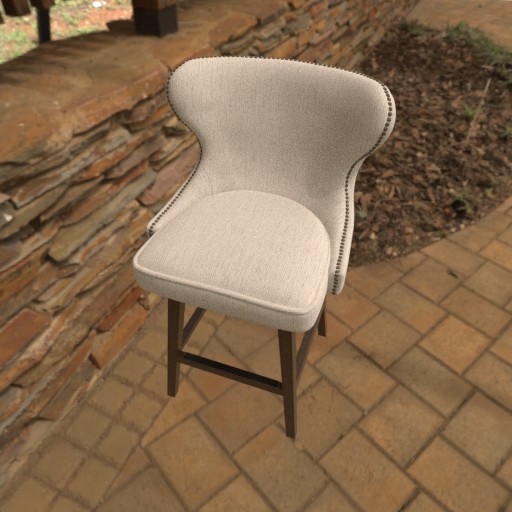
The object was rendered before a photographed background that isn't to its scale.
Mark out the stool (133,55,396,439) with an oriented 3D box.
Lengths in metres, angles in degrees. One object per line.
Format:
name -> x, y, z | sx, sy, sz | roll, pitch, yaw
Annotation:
stool -> 0.000, 0.000, 1.325 | 0.615, 0.972, 0.597 | 14, 43, 15
